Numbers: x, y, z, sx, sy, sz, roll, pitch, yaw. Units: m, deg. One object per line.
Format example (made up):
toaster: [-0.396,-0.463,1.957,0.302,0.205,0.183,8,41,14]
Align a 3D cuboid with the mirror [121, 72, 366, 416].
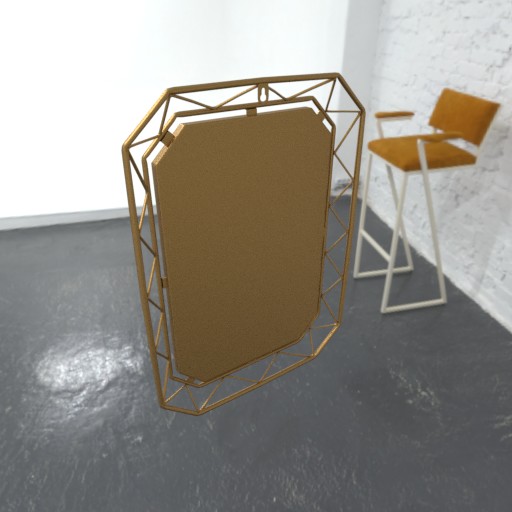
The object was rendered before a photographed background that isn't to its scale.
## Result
mirror: [0.000,0.000,0.746,0.417,0.566,0.042,-18,34,-29]
